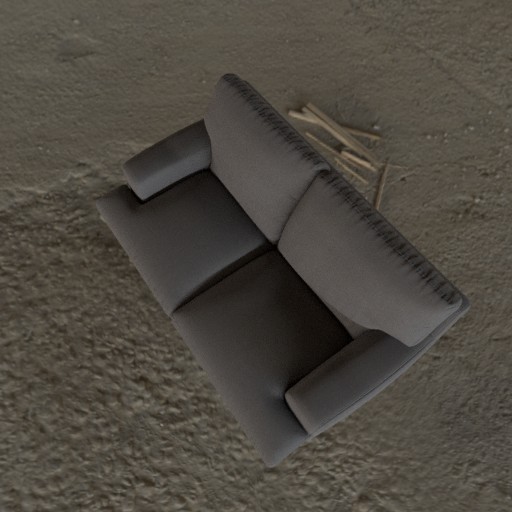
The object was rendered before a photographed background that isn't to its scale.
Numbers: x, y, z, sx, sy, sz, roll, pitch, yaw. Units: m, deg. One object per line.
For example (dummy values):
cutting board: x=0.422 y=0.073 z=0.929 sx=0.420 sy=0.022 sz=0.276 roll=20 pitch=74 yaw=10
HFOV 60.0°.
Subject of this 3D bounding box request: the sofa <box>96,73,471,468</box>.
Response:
sofa: x=0.000 y=0.000 z=2.454 sx=1.143 sy=0.940 sz=1.880 roll=-32 pitch=67 yaw=-16
